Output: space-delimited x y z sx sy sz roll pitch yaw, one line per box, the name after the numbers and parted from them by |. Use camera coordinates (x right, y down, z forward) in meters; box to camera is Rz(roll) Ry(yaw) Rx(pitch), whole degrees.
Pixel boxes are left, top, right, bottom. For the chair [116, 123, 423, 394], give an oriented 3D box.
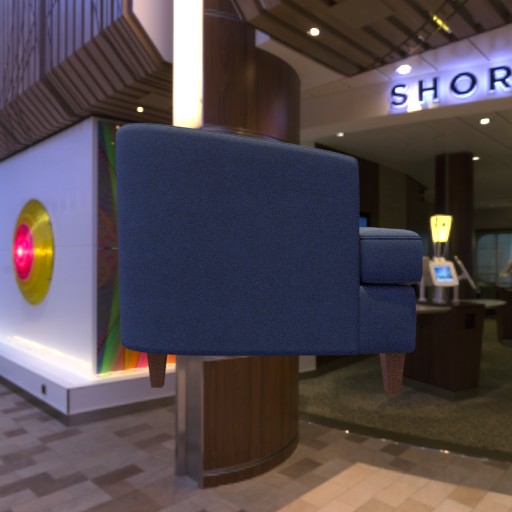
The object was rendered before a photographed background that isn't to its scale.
0.000 0.000 1.756 0.914 0.787 1.118 0 0 -1 | chair
